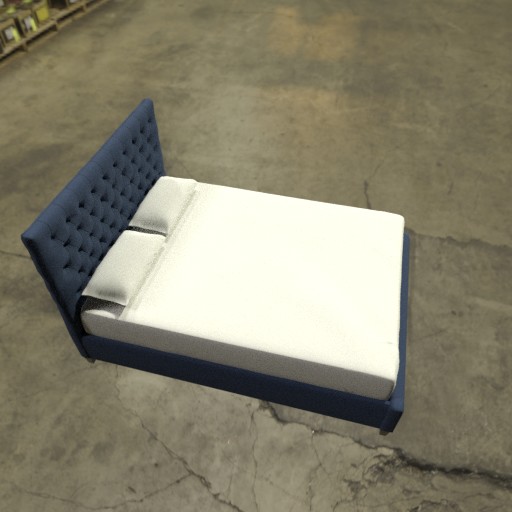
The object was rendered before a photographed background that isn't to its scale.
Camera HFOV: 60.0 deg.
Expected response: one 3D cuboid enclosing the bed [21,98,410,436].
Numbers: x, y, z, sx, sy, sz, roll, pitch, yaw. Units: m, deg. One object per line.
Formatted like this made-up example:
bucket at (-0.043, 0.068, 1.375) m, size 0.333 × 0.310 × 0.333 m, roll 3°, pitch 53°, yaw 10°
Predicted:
bed at (0.000, 0.000, 3.367) m, size 2.387 × 1.427 × 1.706 m, roll 11°, pitch 48°, yaw 10°
